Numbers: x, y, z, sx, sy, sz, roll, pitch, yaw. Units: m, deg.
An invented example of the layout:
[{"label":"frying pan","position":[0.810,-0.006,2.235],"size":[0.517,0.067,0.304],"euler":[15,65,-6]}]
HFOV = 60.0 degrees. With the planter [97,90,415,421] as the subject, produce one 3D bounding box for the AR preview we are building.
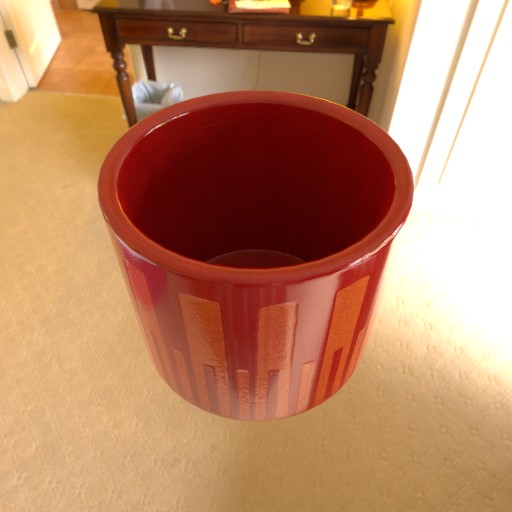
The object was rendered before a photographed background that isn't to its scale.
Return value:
[{"label":"planter","position":[0.000,0.000,0.399],"size":[0.230,0.202,0.230],"euler":[0,47,0]}]
